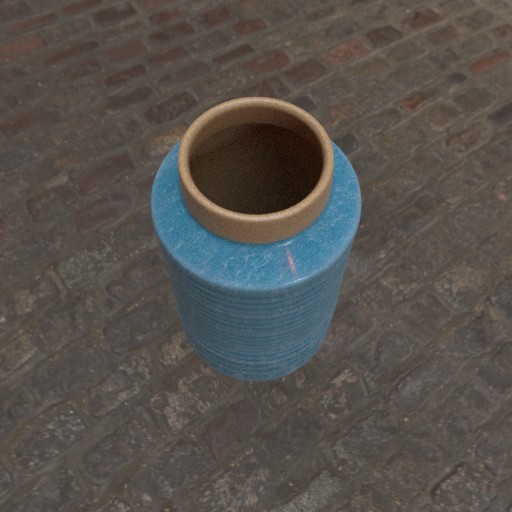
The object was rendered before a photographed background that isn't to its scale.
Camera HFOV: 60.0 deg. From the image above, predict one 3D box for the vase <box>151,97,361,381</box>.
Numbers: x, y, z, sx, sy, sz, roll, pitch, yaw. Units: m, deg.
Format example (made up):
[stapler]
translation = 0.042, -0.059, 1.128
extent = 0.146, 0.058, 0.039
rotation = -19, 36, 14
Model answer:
[vase]
translation = 0.000, 0.000, 0.374
extent = 0.163, 0.267, 0.163
rotation = 0, 64, 0
